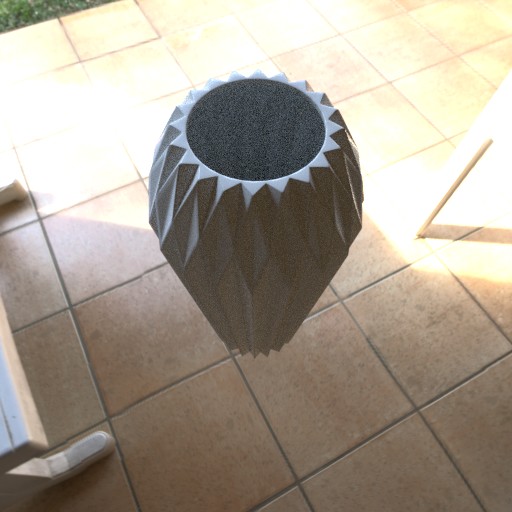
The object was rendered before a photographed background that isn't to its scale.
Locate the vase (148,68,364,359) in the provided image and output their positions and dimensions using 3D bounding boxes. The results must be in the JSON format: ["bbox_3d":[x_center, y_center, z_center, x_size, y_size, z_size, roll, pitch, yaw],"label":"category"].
[{"bbox_3d":[0.000,0.000,0.336,0.133,0.263,0.133,0,60,0],"label":"vase"}]
